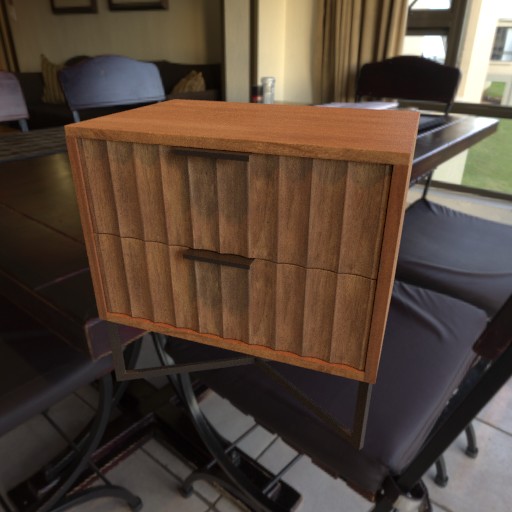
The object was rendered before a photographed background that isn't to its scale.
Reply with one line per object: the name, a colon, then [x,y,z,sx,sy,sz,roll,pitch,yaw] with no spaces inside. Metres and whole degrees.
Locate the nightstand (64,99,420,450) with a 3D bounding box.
nightstand: [0.000,0.000,1.026,0.613,0.615,0.427,9,28,18]
